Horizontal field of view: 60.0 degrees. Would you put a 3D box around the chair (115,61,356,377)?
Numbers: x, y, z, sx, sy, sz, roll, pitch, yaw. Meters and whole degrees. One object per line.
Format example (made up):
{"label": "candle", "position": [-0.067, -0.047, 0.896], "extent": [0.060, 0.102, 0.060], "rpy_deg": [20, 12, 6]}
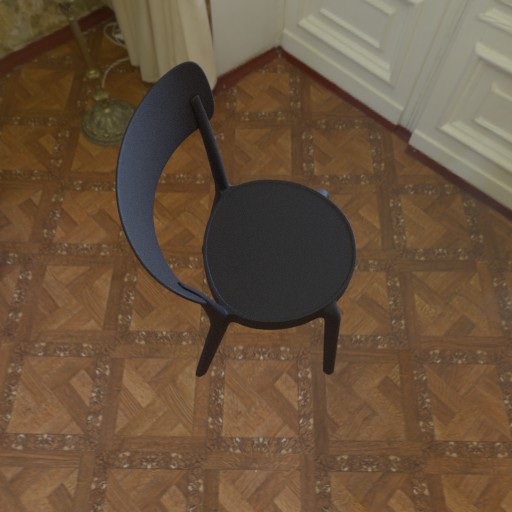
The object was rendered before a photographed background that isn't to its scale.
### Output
{"label": "chair", "position": [0.000, 0.000, 1.134], "extent": [0.491, 0.790, 0.506], "rpy_deg": [0, 64, 0]}
